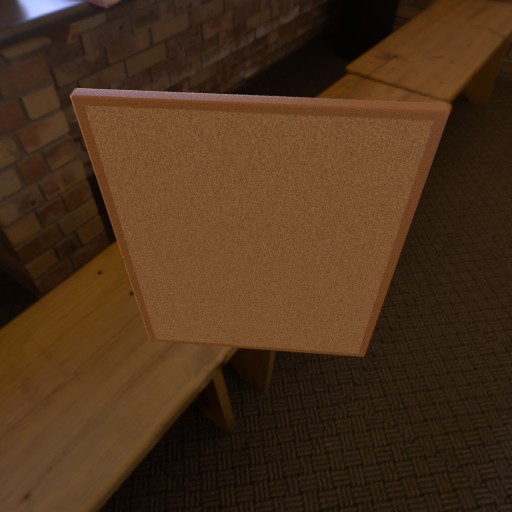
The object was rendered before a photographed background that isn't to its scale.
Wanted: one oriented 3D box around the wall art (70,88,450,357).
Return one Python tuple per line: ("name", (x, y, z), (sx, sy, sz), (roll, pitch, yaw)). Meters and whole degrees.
("wall art", (0.000, 0.000, 0.503), (0.310, 0.379, 0.015), (4, 47, 3))
